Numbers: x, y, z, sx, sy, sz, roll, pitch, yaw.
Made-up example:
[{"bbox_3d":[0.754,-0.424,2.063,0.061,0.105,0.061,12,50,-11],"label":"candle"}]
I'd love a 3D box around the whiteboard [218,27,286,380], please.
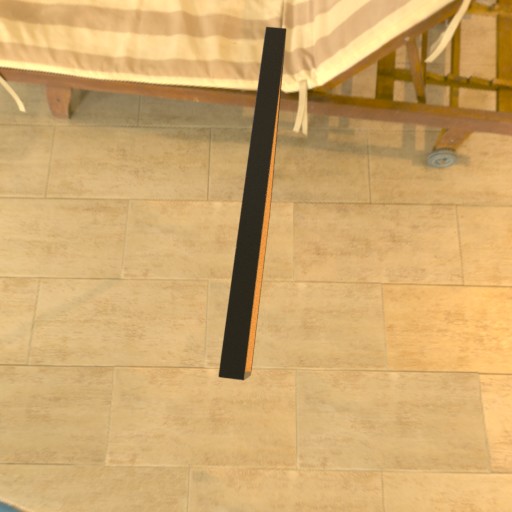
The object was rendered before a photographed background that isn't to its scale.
[{"bbox_3d":[0.000,0.000,0.771,0.026,0.611,0.406,7,75,2],"label":"whiteboard"}]
